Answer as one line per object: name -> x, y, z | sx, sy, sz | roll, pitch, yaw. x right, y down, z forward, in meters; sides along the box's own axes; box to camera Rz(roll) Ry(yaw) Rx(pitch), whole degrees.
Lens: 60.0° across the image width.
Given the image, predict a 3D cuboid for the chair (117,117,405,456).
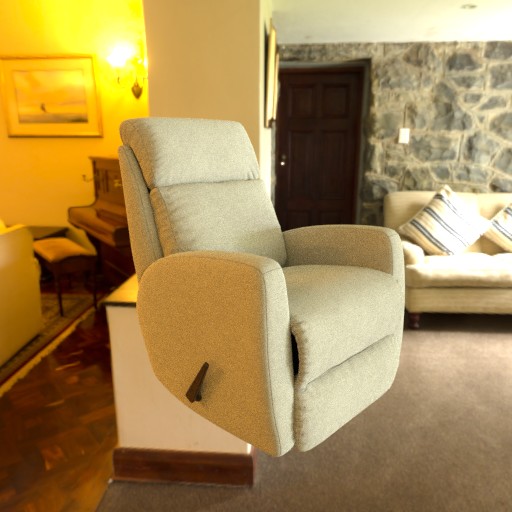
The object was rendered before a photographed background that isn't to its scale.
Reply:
chair -> 0.000, 0.000, 1.664 | 0.941, 1.015, 0.812 | 14, 20, 43
